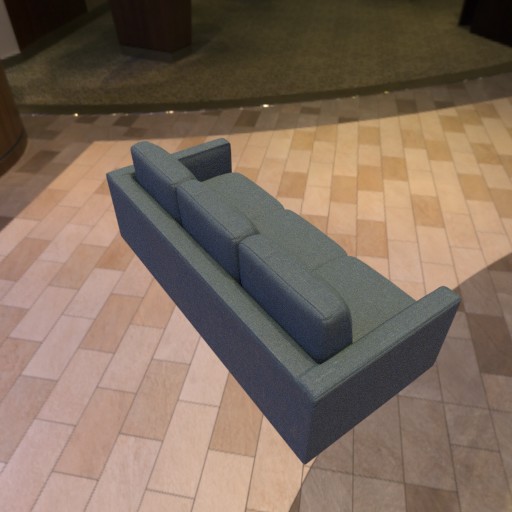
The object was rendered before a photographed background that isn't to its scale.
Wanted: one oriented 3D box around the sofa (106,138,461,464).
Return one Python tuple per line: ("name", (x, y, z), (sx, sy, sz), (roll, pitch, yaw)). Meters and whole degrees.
("sofa", (0.000, 0.000, 2.573), (0.935, 0.945, 2.013), (-25, 46, -27))
